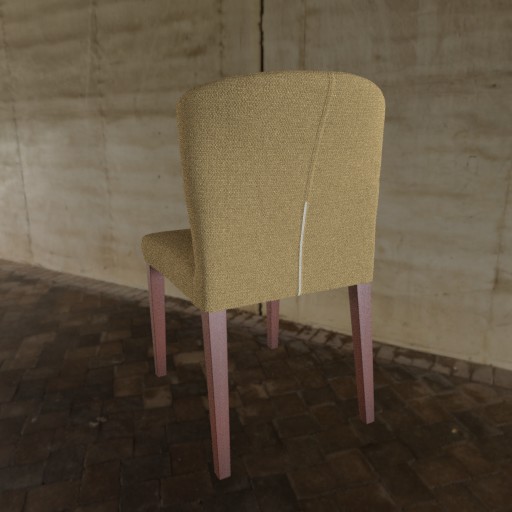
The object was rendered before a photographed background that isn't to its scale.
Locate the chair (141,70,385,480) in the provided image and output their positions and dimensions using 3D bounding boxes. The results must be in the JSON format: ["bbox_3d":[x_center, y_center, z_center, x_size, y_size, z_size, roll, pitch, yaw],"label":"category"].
[{"bbox_3d":[0.000,0.000,1.164,0.491,0.839,0.589,-8,17,-27],"label":"chair"}]
